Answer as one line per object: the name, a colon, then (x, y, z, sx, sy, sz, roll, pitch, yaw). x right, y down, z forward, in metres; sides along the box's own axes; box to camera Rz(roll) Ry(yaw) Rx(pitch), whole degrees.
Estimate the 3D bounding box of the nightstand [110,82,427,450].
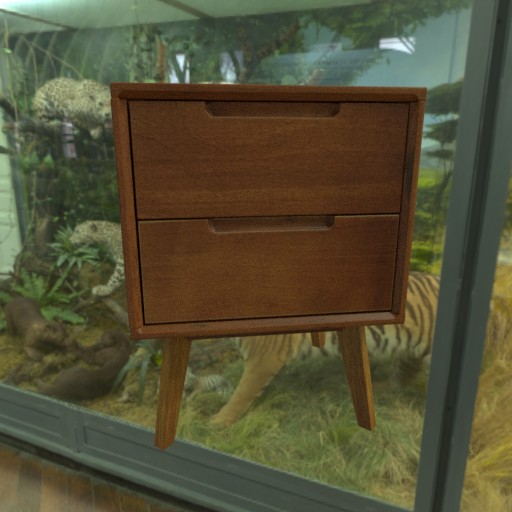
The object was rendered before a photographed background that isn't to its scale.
nightstand: (0.000, 0.000, 0.909, 0.460, 0.618, 0.411, -2, 16, -8)
